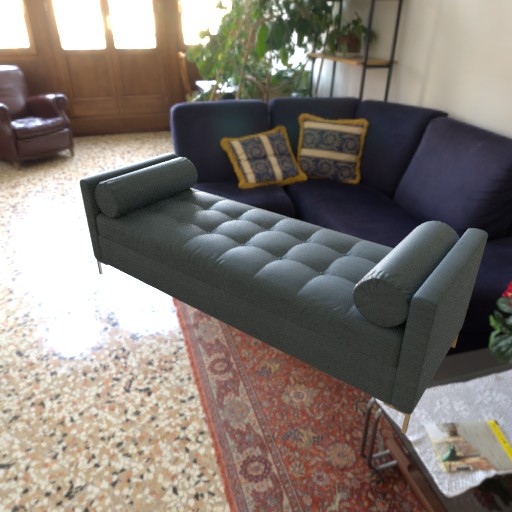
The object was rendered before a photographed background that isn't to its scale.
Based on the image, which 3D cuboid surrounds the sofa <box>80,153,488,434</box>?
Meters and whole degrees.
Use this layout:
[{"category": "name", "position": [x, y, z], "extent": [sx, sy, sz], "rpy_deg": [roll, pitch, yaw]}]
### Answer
[{"category": "sofa", "position": [0.000, 0.000, 2.319], "extent": [1.981, 0.635, 0.686], "rpy_deg": [20, 35, 32]}]
